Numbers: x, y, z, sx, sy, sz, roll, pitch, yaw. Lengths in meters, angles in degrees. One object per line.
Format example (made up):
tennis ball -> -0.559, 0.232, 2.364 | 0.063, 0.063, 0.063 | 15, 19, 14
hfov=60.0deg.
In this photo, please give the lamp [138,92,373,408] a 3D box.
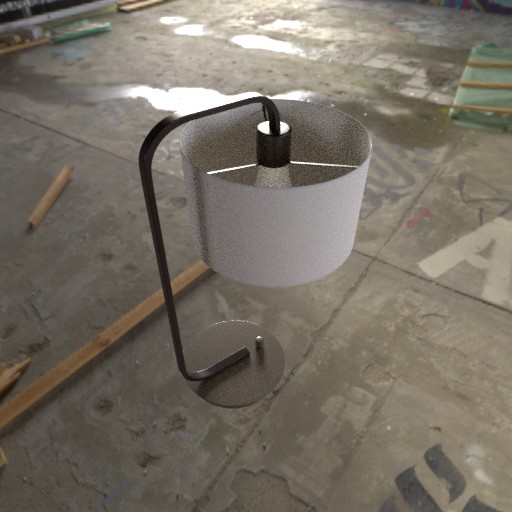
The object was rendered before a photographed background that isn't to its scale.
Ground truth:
lamp -> 0.000, 0.000, 0.640 | 0.288, 0.473, 0.230 | -25, 47, -26
